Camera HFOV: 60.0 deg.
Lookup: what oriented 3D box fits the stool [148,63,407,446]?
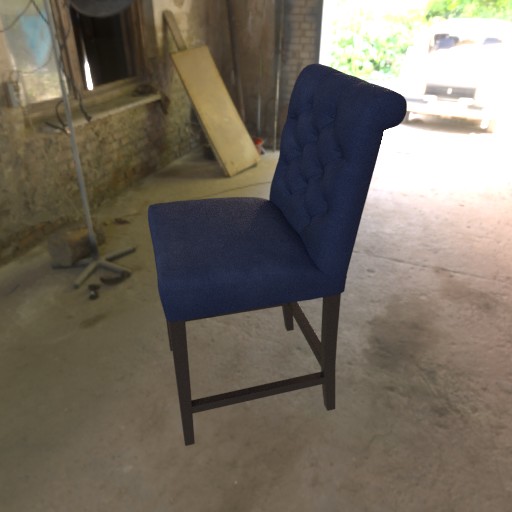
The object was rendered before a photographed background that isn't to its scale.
[{"bbox_3d":[0.000,0.000,1.344,0.601,1.010,0.493,-8,32,-13],"label":"stool"}]
